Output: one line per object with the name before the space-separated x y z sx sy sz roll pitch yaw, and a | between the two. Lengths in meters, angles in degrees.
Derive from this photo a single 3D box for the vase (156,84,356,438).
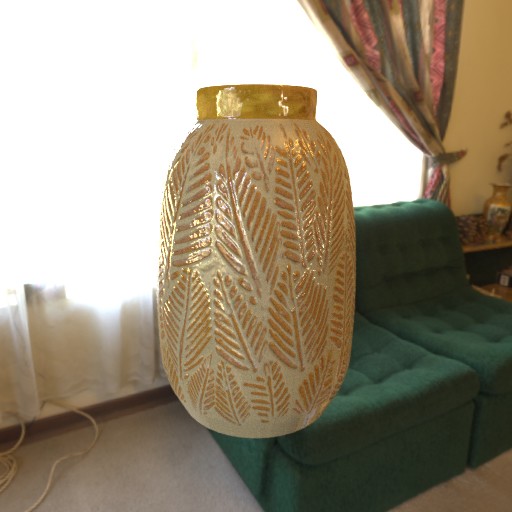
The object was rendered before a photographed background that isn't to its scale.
vase | 0.000 0.000 0.384 0.172 0.270 0.172 0 15 0
